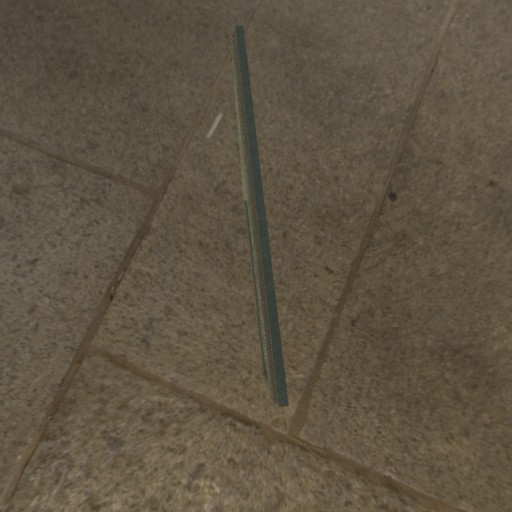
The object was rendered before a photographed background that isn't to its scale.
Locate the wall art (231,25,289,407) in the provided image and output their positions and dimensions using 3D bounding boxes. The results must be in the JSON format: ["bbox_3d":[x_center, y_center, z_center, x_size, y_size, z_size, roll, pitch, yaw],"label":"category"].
[{"bbox_3d":[0.000,0.000,1.324,0.030,0.983,0.767,-6,77,-1],"label":"wall art"}]
